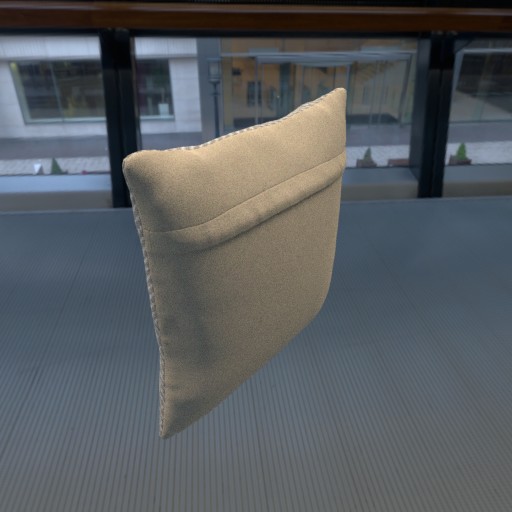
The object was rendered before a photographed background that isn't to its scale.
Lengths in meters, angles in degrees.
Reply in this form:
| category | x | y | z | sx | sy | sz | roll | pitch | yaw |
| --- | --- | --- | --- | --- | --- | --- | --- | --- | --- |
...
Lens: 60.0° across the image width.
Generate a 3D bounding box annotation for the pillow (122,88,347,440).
| category | x | y | z | sx | sy | sz | roll | pitch | yaw |
| --- | --- | --- | --- | --- | --- | --- | --- | --- | --- |
| pillow | 0.000 | 0.000 | 0.717 | 0.181 | 0.458 | 0.459 | 22 | 38 | 32 |
